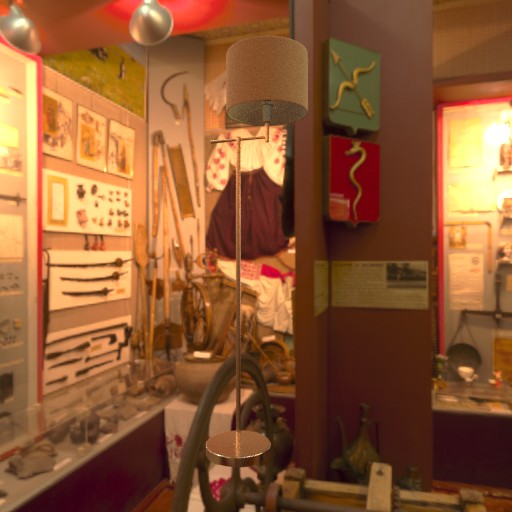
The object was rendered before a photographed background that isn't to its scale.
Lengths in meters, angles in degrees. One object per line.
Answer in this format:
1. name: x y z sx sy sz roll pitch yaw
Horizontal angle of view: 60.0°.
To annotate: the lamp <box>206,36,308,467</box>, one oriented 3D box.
1. lamp: 0.000 0.000 1.782 0.416 1.600 0.324 0 0 18
